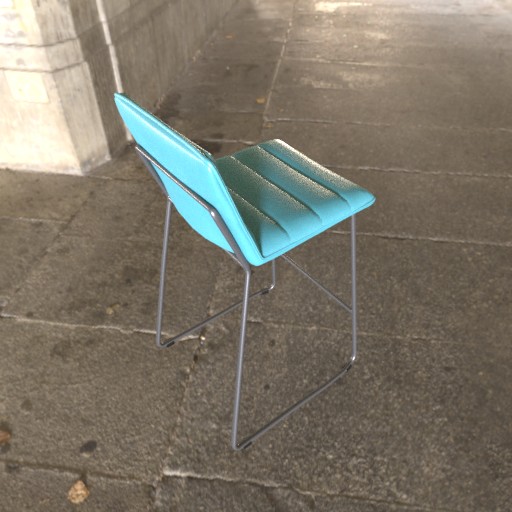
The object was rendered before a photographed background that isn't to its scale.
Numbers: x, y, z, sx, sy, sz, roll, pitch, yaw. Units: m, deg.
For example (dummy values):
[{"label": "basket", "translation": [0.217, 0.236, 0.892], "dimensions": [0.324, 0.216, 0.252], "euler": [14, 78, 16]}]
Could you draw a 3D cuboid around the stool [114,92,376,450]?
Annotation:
[{"label": "stool", "translation": [0.000, 0.000, 1.249], "dimensions": [0.524, 0.936, 0.489], "euler": [-27, 48, -27]}]
